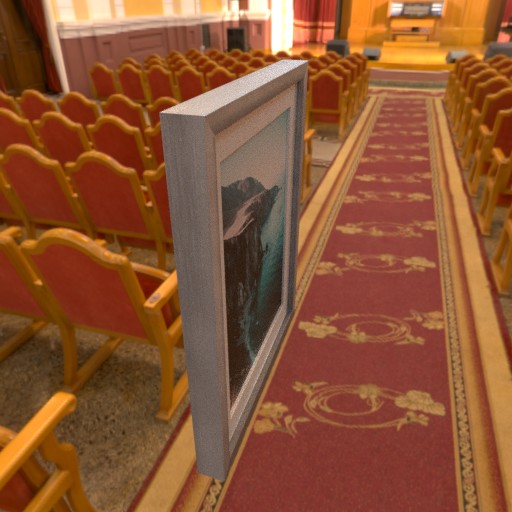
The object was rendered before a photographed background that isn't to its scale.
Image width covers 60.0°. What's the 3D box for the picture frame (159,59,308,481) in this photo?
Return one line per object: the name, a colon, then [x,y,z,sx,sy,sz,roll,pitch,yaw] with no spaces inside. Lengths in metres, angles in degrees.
picture frame: [0.000,0.000,0.740,0.046,0.555,0.449,9,31,16]
